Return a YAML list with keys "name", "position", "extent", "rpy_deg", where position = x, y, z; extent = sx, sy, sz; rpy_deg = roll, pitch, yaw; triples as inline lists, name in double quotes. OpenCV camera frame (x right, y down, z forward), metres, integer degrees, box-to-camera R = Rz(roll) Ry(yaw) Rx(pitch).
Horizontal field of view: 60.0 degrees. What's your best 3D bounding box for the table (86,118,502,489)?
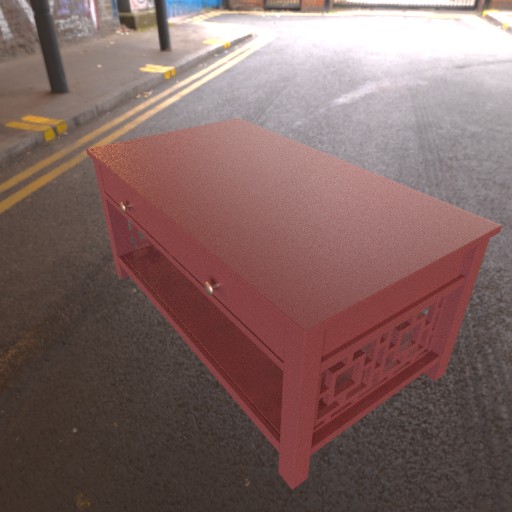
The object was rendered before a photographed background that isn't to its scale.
- name: "table"
  position: [0.000, 0.000, 1.355]
  extent: [0.612, 0.493, 1.068]
  rpy_deg: [-22, 39, -30]
